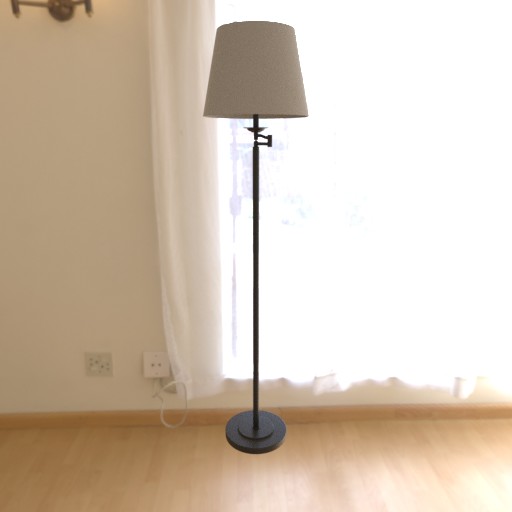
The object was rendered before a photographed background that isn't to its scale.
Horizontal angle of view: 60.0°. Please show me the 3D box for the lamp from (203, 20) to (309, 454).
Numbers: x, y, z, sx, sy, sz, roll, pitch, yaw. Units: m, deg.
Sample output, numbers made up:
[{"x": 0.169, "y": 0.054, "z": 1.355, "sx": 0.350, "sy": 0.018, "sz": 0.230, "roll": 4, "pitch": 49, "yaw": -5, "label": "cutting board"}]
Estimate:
[{"x": 0.000, "y": 0.000, "z": 1.587, "sx": 0.348, "sy": 1.473, "sz": 0.348, "roll": -7, "pitch": 17, "yaw": -26, "label": "lamp"}]
